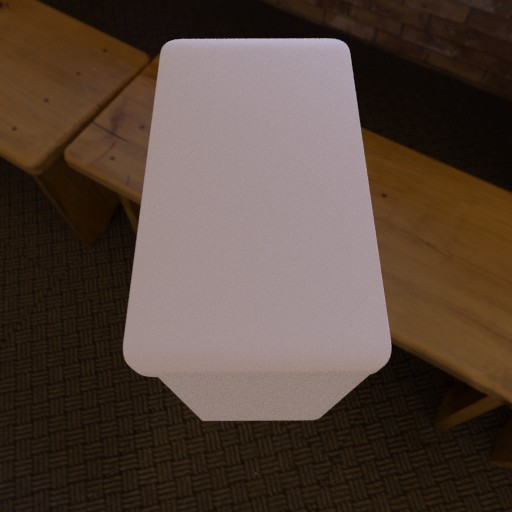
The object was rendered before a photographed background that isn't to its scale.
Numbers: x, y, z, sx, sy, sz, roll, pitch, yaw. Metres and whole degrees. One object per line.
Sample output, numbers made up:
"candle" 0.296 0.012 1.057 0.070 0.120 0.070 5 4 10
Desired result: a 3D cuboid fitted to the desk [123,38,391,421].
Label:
"desk" 0.000 0.000 1.232 0.446 0.760 0.790 0 64 0
